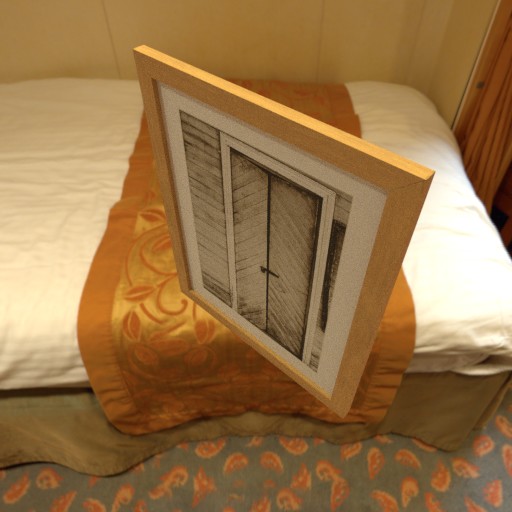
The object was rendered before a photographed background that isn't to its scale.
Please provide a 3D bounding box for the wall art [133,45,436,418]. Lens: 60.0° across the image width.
[{"bbox_3d":[0.000,0.000,0.743,0.460,0.561,0.020,33,55,27],"label":"wall art"}]
